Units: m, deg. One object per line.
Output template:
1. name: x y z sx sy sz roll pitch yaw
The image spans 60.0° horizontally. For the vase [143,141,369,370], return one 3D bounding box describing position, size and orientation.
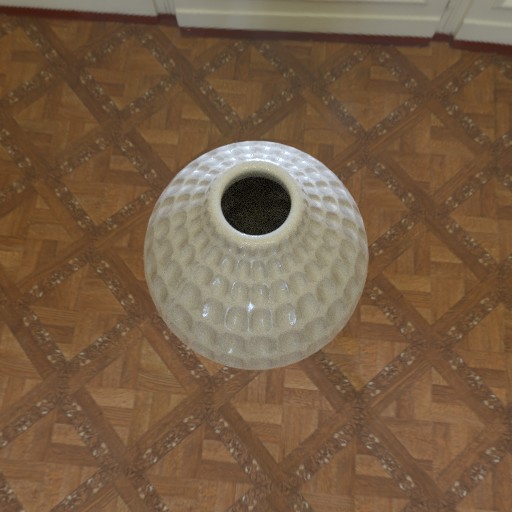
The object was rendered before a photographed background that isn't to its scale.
1. vase: 0.000 0.000 0.258 0.128 0.167 0.128 0 75 0
